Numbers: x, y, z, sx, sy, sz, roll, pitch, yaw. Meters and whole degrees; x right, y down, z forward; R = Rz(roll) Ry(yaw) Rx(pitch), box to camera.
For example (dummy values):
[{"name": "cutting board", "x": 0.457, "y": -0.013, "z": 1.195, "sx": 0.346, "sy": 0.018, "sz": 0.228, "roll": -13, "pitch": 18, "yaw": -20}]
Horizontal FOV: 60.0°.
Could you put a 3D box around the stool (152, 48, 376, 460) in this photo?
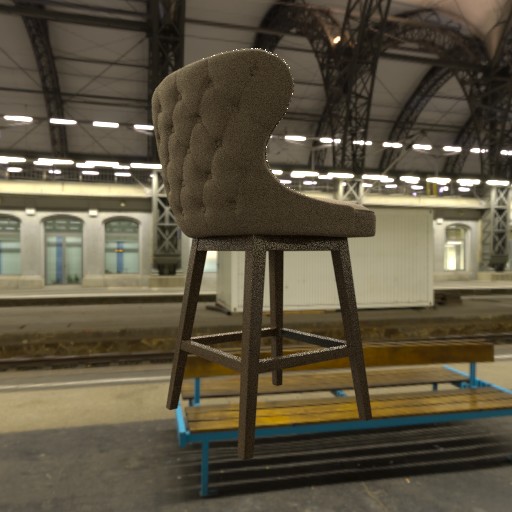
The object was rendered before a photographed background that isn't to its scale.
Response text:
[{"name": "stool", "x": 0.000, "y": 0.000, "z": 1.346, "sx": 0.597, "sy": 0.972, "sz": 0.615, "roll": 0, "pitch": 0, "yaw": -36}]
